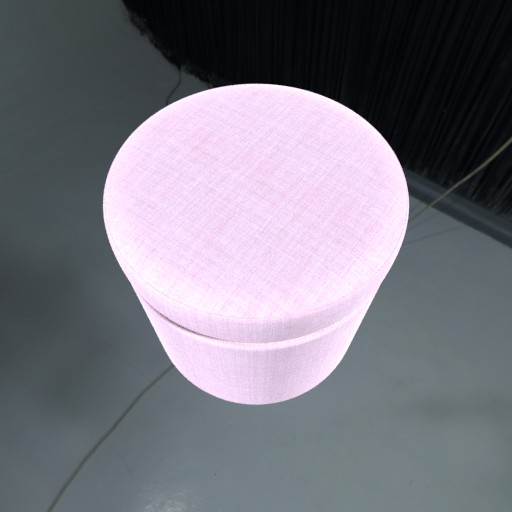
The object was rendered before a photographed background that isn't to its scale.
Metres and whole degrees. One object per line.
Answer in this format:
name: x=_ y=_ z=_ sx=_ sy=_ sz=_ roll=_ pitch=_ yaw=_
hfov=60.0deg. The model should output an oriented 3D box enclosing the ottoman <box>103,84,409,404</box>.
ottoman: x=0.000 y=0.000 z=0.737 sx=0.400 sy=0.406 sz=0.400 roll=0 pitch=58 yaw=0
